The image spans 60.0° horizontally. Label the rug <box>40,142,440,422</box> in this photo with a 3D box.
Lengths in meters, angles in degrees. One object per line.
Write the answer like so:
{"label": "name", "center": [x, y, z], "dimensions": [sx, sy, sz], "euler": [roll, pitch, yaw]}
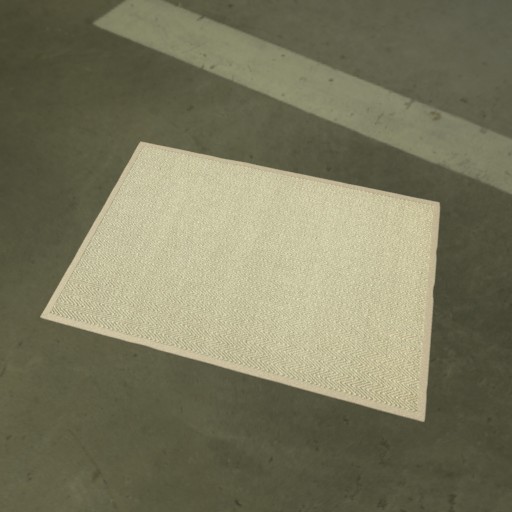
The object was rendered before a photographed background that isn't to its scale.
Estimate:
{"label": "rug", "center": [0.000, 0.000, 2.908], "dimensions": [2.290, 0.021, 1.540], "euler": [13, 59, 8]}
